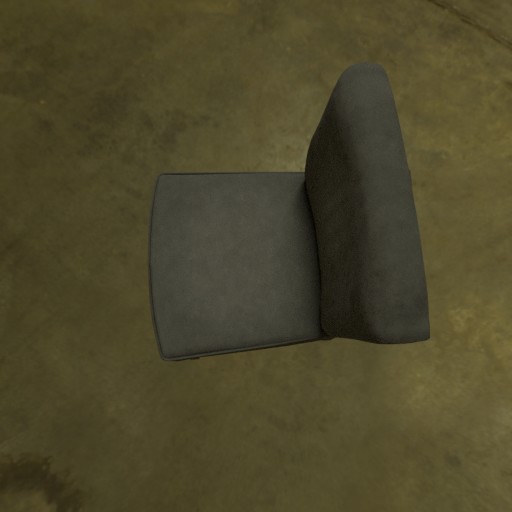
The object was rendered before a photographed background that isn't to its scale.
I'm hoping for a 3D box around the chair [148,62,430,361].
[{"bbox_3d":[0.000,0.000,1.146,0.554,0.806,0.521,-4,76,-1],"label":"chair"}]
